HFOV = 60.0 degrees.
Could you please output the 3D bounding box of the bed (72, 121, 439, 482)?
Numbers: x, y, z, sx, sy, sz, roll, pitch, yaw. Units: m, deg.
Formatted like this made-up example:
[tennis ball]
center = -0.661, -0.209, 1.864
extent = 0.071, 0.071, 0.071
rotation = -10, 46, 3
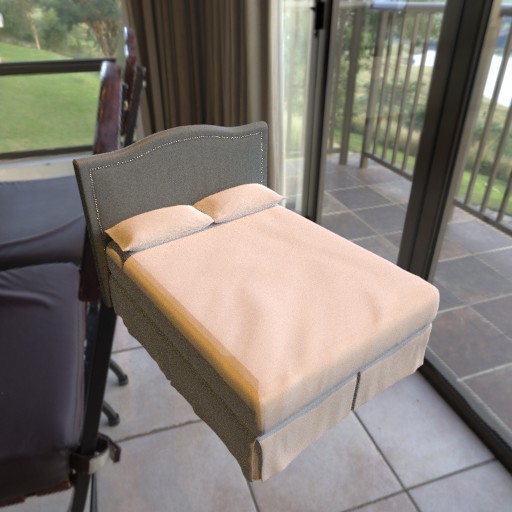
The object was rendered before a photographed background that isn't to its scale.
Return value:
[bed]
center = 0.000, 0.000, 3.268
extent = 1.753, 1.460, 2.143
rotation = -22, 37, -31
